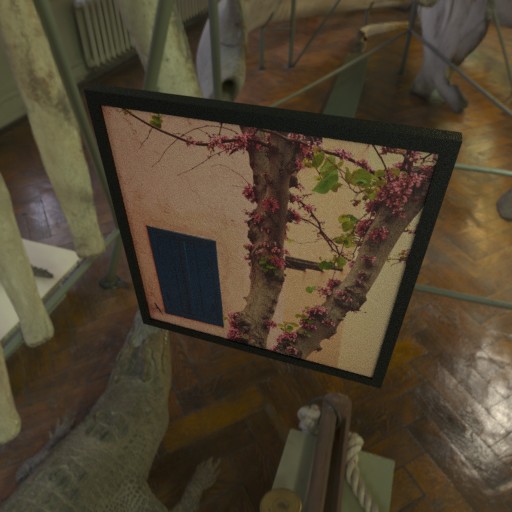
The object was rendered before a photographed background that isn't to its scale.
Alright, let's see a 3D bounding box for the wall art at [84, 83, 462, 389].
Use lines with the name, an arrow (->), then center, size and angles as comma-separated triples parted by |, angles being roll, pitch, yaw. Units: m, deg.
wall art -> 0.000, 0.000, 1.117 | 0.762, 0.762, 0.038 | 12, 42, 14
